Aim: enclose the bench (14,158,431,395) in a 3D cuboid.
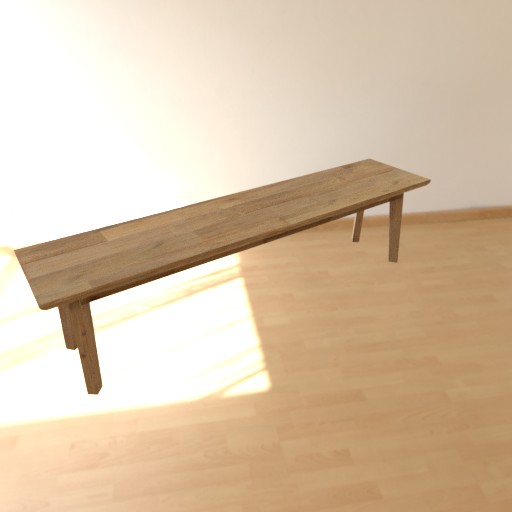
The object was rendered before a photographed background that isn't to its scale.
[{"bbox_3d":[0.000,0.000,1.864,1.698,0.431,0.378,-19,35,-29],"label":"bench"}]
